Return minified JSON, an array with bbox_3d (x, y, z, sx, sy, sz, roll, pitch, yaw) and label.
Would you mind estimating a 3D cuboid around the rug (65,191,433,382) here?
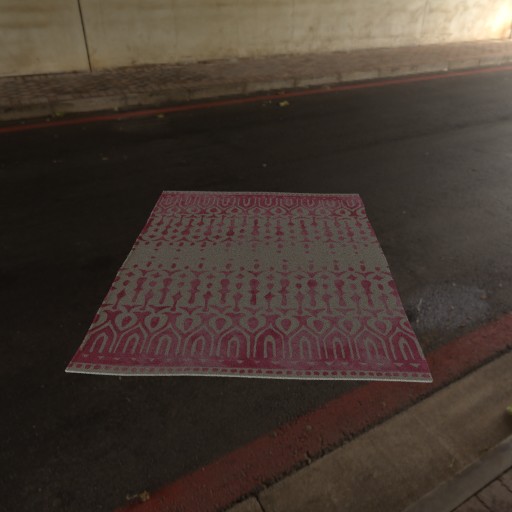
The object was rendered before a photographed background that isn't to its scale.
[{"bbox_3d":[0.000,0.000,4.209,2.441,0.016,3.095,1,31,2],"label":"rug"}]
